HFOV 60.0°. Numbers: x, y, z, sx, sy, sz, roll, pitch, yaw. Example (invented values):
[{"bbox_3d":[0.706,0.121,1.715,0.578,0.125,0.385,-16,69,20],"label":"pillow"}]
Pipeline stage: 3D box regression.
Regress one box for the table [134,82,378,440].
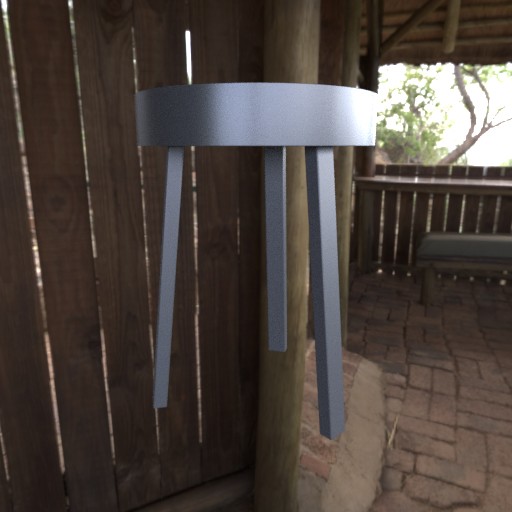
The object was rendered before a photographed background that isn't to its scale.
[{"bbox_3d":[0.000,0.000,0.831,0.406,0.559,0.406,0,14,0],"label":"table"}]
